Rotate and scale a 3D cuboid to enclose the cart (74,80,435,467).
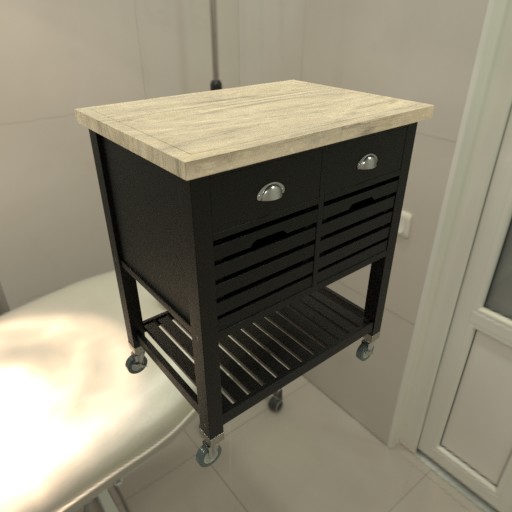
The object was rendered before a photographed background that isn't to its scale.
[{"bbox_3d":[0.000,0.000,1.417,0.797,0.920,0.567,-22,37,-33],"label":"cart"}]
